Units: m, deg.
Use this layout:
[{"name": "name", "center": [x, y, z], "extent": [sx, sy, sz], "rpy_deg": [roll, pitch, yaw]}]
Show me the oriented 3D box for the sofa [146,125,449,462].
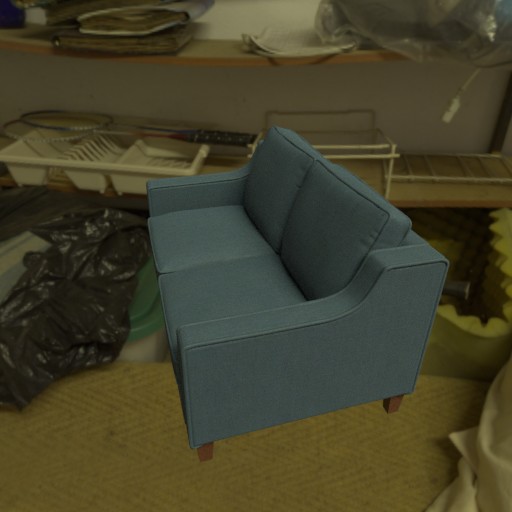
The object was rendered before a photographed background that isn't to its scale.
[{"name": "sofa", "center": [0.000, 0.000, 2.218], "extent": [0.987, 0.971, 1.501], "rpy_deg": [-9, 32, -14]}]
